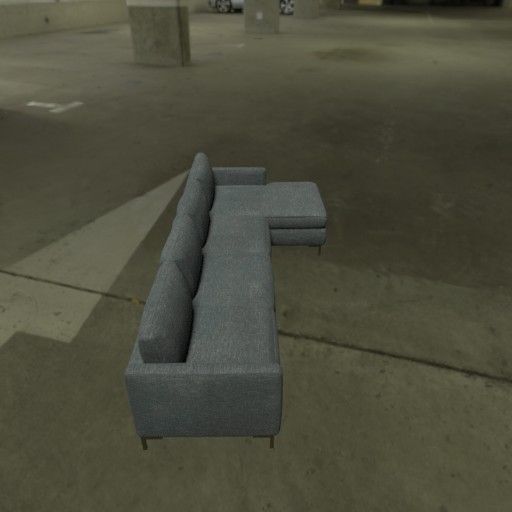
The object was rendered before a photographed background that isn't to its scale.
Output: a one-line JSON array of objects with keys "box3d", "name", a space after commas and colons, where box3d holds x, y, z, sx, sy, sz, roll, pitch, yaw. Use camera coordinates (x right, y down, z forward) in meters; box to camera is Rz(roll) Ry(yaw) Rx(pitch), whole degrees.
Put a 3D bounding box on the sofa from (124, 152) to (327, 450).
[{"box3d": [0.000, 0.000, 3.516, 1.350, 0.810, 2.932, 0, 32, 0], "name": "sofa"}]
